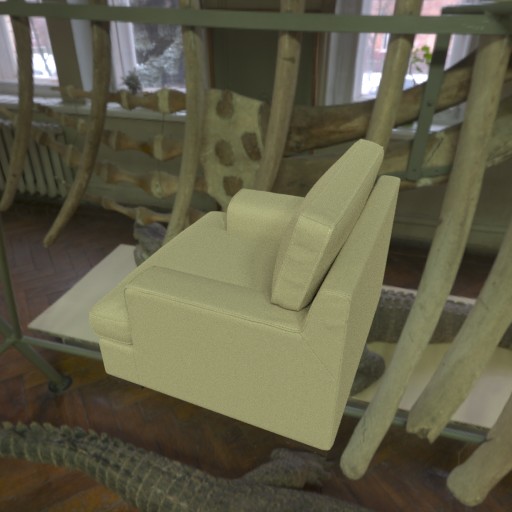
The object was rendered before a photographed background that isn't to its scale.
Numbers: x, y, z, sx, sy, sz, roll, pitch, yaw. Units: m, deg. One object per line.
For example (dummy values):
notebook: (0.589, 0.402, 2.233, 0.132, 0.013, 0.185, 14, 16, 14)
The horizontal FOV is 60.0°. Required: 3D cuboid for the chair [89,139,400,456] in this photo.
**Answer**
chair: (0.000, 0.000, 2.166, 1.274, 1.005, 1.293, 8, 31, 13)
